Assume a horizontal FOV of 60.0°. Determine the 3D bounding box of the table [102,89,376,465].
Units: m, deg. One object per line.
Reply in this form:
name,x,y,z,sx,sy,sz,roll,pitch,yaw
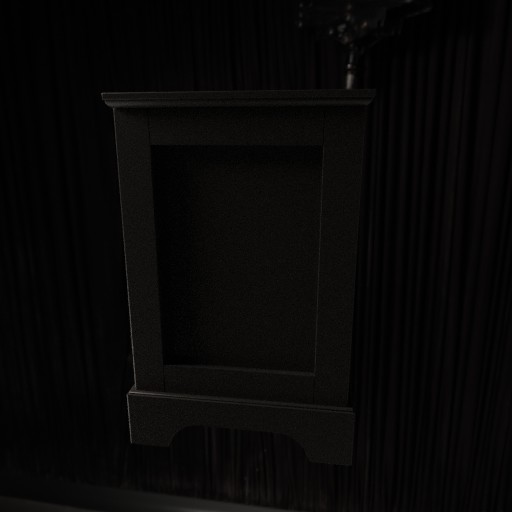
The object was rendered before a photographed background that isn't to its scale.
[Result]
table,0.000,0.000,0.930,0.399,0.610,0.460,2,15,8
